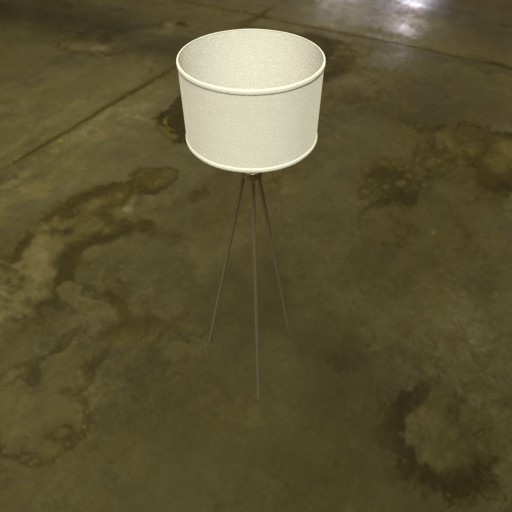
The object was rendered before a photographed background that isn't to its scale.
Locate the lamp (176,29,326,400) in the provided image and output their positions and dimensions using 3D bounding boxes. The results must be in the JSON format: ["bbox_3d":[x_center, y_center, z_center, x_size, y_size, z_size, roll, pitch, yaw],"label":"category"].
[{"bbox_3d":[0.000,0.000,1.760,0.448,1.545,0.458,-11,47,-10],"label":"lamp"}]
